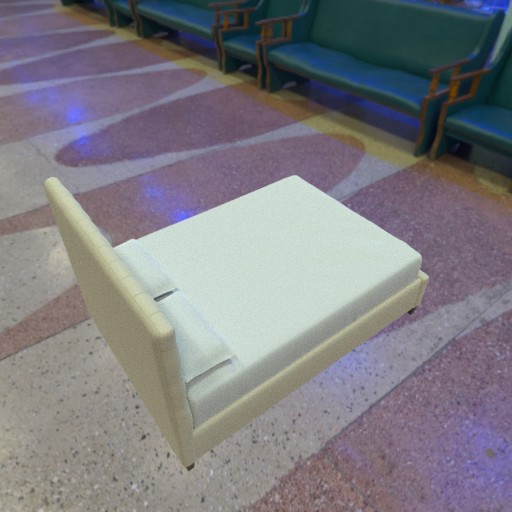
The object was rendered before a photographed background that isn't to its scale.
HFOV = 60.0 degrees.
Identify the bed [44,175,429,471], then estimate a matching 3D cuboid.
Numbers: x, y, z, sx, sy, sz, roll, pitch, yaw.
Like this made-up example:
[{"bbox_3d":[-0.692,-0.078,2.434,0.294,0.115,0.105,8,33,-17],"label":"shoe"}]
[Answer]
[{"bbox_3d":[0.000,0.000,3.478,2.387,1.427,1.698,-26,47,-27],"label":"bed"}]
